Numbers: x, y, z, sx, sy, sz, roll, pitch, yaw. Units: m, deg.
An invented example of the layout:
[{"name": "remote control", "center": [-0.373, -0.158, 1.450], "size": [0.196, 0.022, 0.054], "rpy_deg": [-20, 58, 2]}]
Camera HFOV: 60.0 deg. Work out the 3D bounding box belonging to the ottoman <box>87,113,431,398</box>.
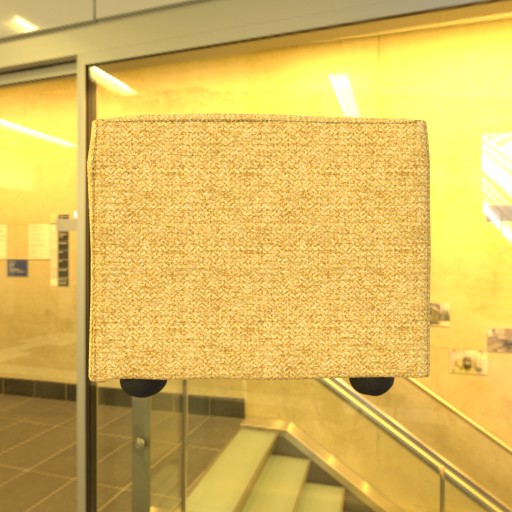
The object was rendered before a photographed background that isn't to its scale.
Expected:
[{"name": "ottoman", "center": [0.000, 0.000, 0.881], "size": [0.505, 0.441, 0.512], "rpy_deg": [0, 0, -1]}]
